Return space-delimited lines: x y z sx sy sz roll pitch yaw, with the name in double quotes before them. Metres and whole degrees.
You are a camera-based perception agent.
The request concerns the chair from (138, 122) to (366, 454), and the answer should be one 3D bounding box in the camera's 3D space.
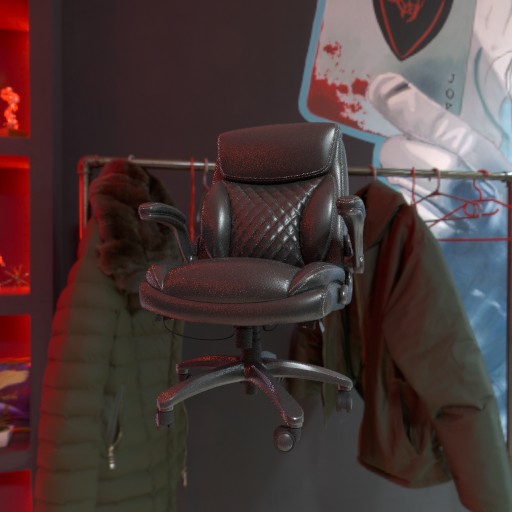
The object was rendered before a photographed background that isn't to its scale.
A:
"chair" 0.000 0.000 1.631 0.782 1.110 0.724 0 1 18
